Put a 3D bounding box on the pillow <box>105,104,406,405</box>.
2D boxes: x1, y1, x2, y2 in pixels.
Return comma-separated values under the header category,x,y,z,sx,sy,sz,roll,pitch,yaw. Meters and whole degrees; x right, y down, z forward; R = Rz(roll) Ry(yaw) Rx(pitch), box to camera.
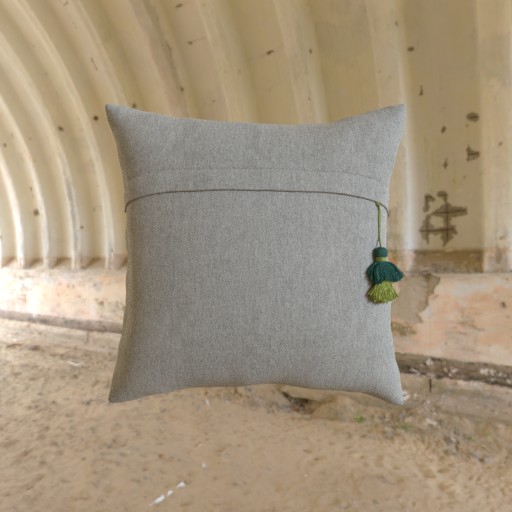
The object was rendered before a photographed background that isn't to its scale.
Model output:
category,x,y,z,sx,sy,sz,roll,pitch,yaw
pillow,0.000,0.000,0.645,0.433,0.436,0.173,0,-1,0
